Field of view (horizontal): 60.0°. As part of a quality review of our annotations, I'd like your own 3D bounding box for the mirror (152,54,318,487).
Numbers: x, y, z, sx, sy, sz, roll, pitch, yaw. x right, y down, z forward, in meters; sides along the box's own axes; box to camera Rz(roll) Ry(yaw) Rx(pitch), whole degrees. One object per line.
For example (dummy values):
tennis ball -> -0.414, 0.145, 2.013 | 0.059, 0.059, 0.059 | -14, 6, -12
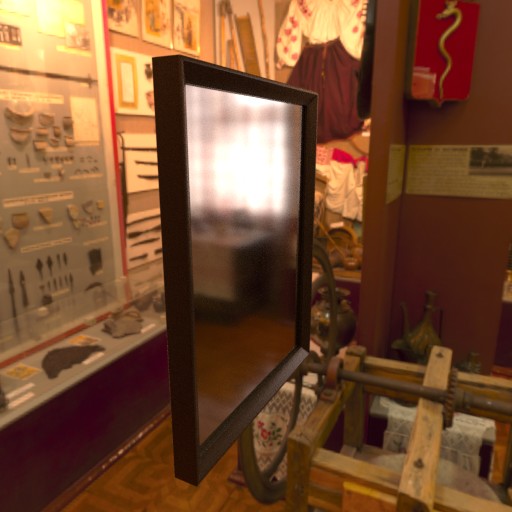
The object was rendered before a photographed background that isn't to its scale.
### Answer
mirror -> 0.000, 0.000, 0.683 | 0.041, 0.509, 0.406 | 7, 16, 26
